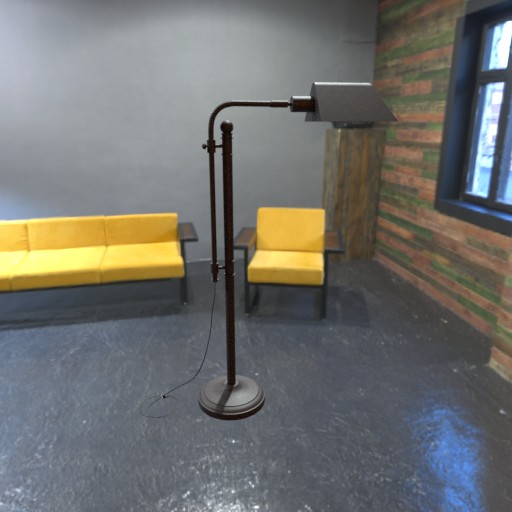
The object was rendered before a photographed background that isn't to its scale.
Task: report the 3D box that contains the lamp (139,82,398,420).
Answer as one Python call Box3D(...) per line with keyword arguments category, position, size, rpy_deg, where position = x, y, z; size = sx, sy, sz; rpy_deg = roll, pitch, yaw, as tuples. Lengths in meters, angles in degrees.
Box3D(category="lamp", position=(0.000, 0.000, 0.963), size=(0.545, 0.708, 0.159), rpy_deg=(-3, 17, -9))
